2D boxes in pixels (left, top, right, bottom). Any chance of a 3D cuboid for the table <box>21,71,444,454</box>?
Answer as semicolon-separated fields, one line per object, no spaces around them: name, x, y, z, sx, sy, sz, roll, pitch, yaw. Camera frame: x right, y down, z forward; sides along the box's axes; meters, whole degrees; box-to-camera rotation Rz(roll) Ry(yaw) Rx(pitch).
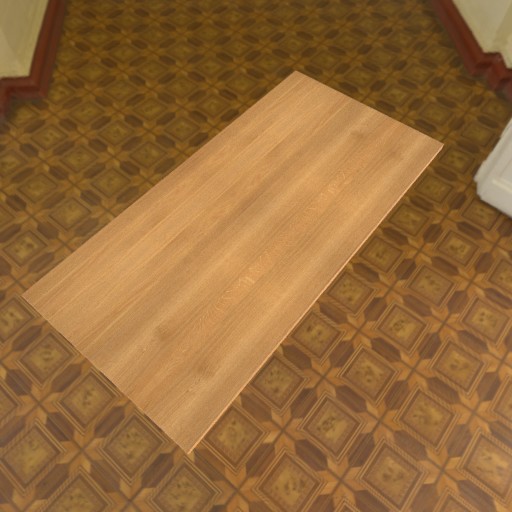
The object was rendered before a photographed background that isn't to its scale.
table;0.000;0.000;2.267;0.900;0.750;1.800;35;64;19
